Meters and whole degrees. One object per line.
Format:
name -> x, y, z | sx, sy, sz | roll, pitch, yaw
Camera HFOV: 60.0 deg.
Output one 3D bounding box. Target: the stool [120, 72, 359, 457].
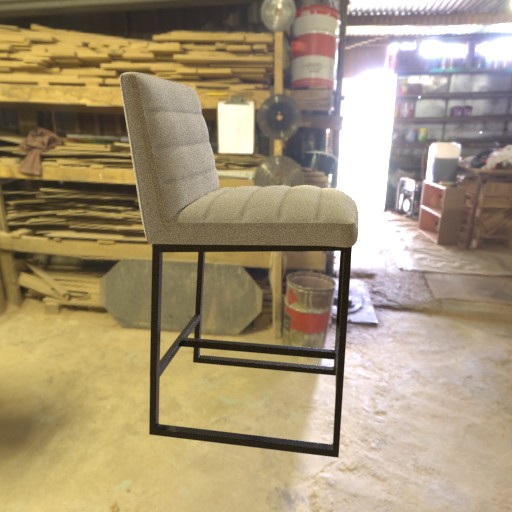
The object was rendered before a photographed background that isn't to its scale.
stool -> 0.000, 0.000, 1.294 | 0.567, 0.971, 0.459 | 3, 17, 10
